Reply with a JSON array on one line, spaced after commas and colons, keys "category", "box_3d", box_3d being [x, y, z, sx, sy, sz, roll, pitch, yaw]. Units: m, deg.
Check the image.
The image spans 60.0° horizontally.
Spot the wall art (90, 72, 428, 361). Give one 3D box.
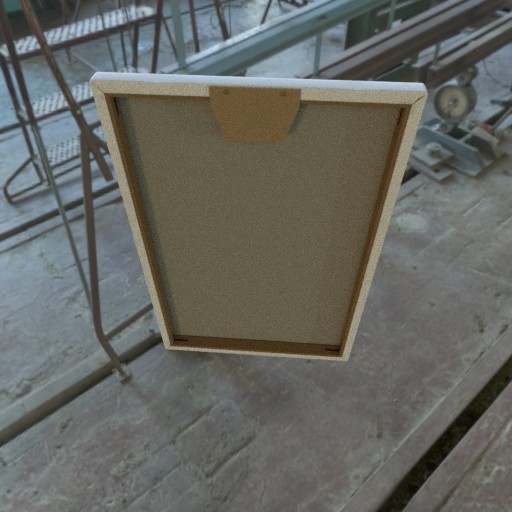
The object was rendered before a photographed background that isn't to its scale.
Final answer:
[{"category": "wall art", "box_3d": [0.000, 0.000, 1.129, 0.602, 0.916, 0.048, 3, 47, 3]}]
